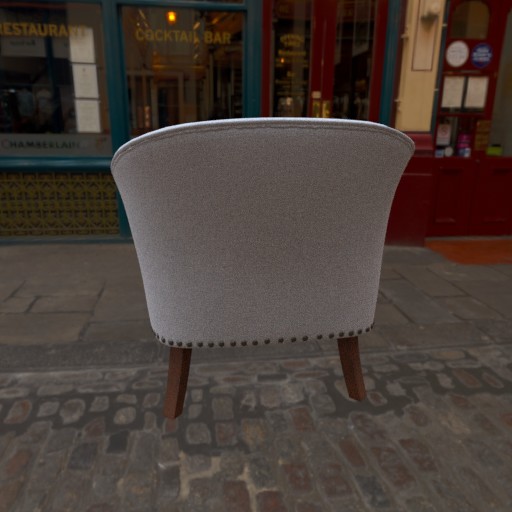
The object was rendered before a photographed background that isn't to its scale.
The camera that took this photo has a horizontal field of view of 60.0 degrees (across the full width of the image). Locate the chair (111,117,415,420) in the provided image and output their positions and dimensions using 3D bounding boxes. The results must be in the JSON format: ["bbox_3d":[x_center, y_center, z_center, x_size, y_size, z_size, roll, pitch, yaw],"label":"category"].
[{"bbox_3d":[0.000,0.000,1.404,0.798,0.815,0.704,-2,16,-8],"label":"chair"}]
